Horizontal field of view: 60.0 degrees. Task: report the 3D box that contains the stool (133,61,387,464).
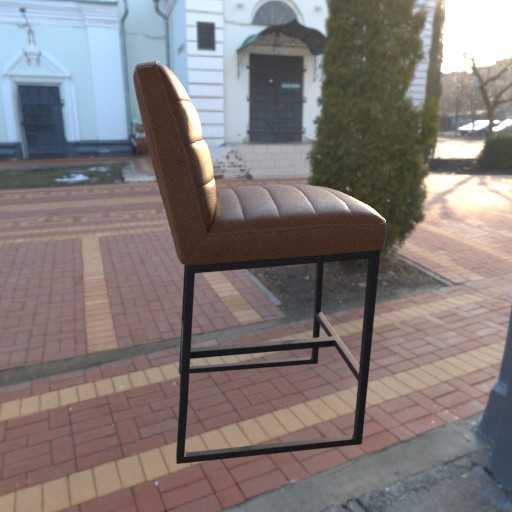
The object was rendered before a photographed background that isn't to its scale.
[{"bbox_3d":[0.000,0.000,1.217,0.556,0.940,0.458,-2,17,-8],"label":"stool"}]
